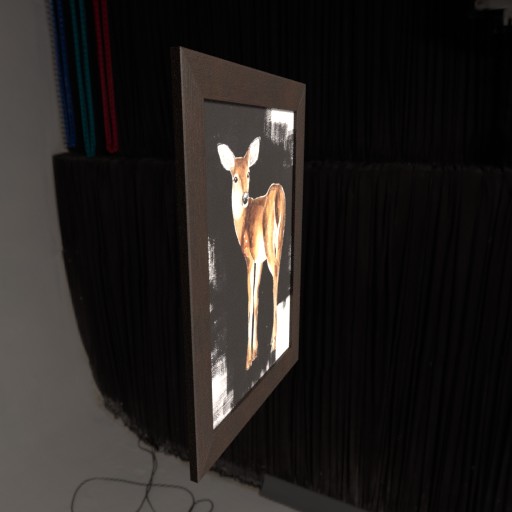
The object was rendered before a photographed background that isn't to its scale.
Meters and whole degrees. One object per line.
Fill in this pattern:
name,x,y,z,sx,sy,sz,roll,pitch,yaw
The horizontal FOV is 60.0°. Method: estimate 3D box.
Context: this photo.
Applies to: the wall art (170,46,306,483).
wall art,0.000,0.000,0.652,0.013,0.508,0.359,7,17,25
